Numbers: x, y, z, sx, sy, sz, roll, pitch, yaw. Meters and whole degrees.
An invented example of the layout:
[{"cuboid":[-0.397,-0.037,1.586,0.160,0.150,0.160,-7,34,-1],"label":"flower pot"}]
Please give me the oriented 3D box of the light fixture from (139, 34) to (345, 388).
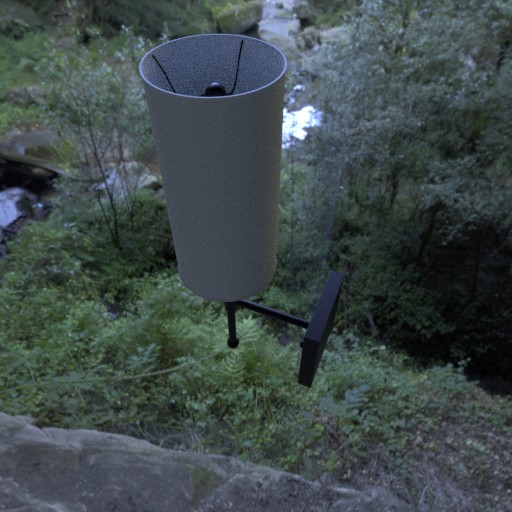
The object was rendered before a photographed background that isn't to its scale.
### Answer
[{"cuboid":[0.000,0.000,0.545,0.208,0.462,0.128,17,49,15],"label":"light fixture"}]
